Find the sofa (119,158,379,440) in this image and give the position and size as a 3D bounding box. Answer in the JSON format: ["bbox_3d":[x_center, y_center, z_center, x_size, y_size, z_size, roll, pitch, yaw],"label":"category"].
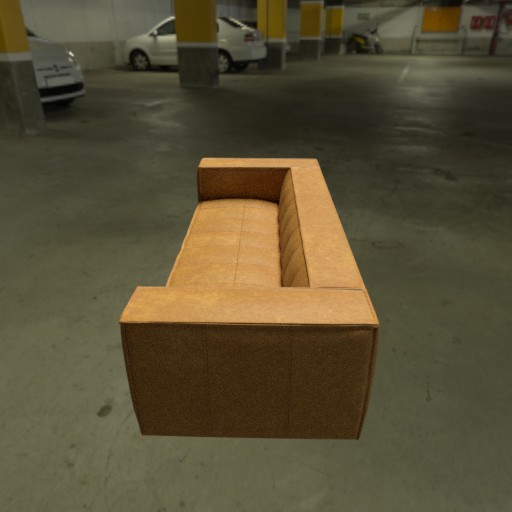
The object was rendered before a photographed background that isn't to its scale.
[{"bbox_3d":[0.000,0.000,3.019,1.102,0.701,2.581,1,27,1],"label":"sofa"}]
